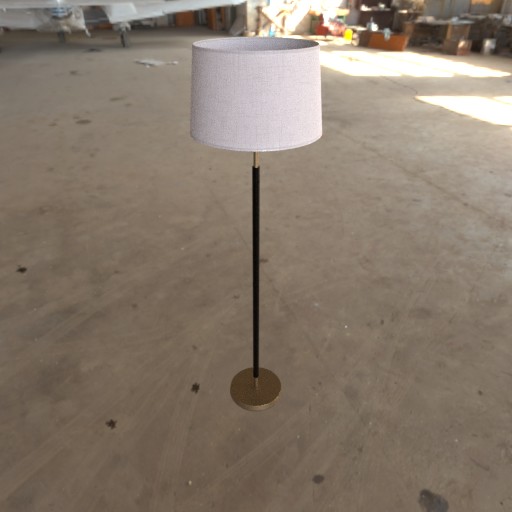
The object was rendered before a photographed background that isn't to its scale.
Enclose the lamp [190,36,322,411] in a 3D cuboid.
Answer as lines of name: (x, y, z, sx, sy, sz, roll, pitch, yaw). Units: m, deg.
lamp: (0.000, 0.000, 1.661, 0.420, 1.447, 0.420, 0, 31, 0)
